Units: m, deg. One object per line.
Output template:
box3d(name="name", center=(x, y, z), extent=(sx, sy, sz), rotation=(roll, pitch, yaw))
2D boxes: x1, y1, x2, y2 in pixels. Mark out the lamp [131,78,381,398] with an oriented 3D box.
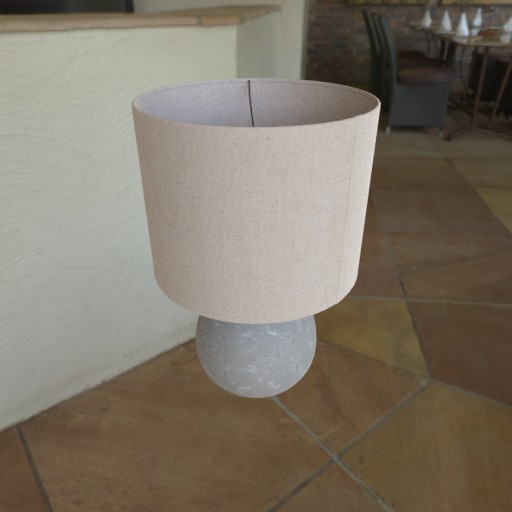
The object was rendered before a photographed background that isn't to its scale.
box3d(name="lamp", center=(0.000, 0.000, 0.594), extent=(0.269, 0.409, 0.269), rotation=(-19, 35, -30))
